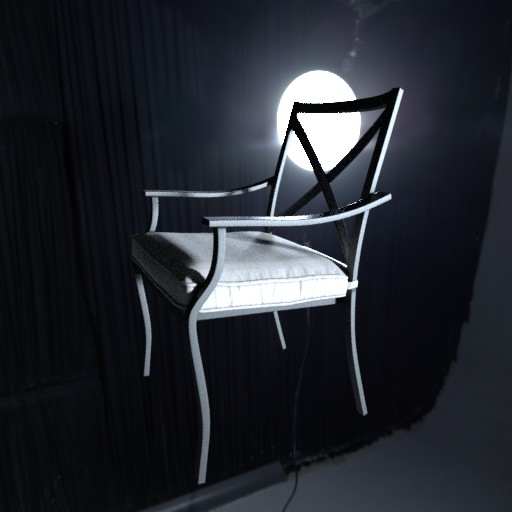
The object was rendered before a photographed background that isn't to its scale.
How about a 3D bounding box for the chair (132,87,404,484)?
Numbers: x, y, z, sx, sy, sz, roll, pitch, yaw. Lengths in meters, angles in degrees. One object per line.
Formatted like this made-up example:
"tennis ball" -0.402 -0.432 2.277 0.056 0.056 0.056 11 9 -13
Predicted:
"chair" 0.000 0.000 1.270 0.620 0.889 0.575 -7 17 -26
